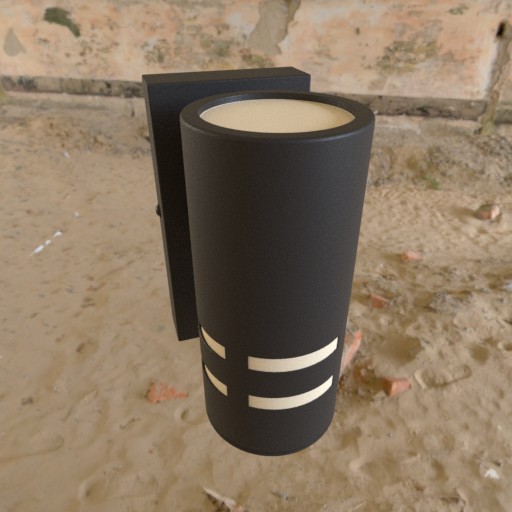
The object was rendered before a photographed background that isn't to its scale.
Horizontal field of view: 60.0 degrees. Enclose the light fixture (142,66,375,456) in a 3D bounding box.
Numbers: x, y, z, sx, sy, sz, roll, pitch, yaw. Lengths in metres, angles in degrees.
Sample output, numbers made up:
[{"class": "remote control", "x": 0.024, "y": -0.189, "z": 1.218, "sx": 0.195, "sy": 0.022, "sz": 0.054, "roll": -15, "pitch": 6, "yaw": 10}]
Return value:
[{"class": "light fixture", "x": 0.000, "y": 0.000, "z": 0.255, "sx": 0.098, "sy": 0.179, "sz": 0.138, "roll": -10, "pitch": 33, "yaw": -15}]
